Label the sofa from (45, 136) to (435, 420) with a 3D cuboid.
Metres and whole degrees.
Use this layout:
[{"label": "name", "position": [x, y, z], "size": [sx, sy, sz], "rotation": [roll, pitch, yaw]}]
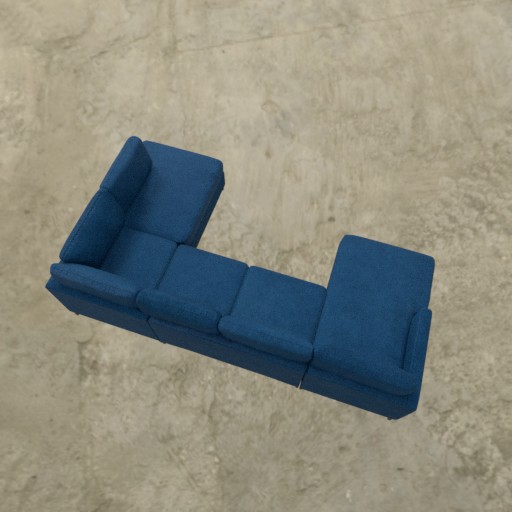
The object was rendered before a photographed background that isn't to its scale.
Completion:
[{"label": "sofa", "position": [0.000, 0.000, 4.435], "size": [3.434, 0.992, 2.055], "rotation": [16, 63, 8]}]
